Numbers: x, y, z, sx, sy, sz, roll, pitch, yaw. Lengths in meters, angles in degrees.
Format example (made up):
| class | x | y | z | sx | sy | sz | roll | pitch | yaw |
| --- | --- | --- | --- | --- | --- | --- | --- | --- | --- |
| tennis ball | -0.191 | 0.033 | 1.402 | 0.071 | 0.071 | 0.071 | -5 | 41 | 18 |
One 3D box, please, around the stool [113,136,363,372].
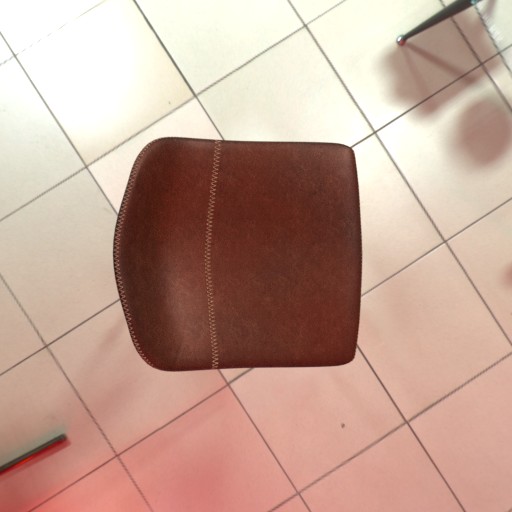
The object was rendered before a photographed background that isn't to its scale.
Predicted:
| class | x | y | z | sx | sy | sz | roll | pitch | yaw |
| --- | --- | --- | --- | --- | --- | --- | --- | --- | --- |
| stool | 0.000 | 0.000 | 1.115 | 0.473 | 0.830 | 0.454 | 0 | 89 | -1 |
